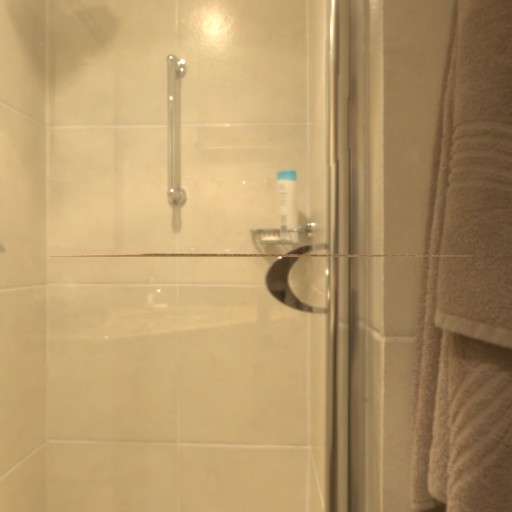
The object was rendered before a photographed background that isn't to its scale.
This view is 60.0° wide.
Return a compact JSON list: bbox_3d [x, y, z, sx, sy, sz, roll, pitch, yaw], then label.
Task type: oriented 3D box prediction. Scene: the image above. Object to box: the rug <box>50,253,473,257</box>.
[{"bbox_3d":[0.000,0.000,3.893,2.939,0.009,2.313,0,0,-35],"label":"rug"}]
